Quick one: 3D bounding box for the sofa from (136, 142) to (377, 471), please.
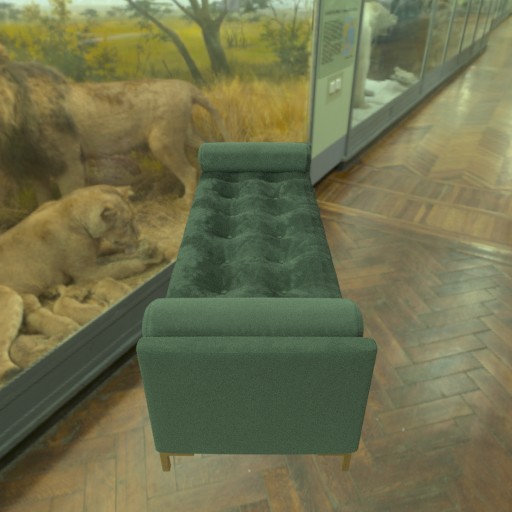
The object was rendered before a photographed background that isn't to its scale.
[{"bbox_3d":[0.000,0.000,2.430,0.796,0.705,2.102,0,32,0],"label":"sofa"}]
